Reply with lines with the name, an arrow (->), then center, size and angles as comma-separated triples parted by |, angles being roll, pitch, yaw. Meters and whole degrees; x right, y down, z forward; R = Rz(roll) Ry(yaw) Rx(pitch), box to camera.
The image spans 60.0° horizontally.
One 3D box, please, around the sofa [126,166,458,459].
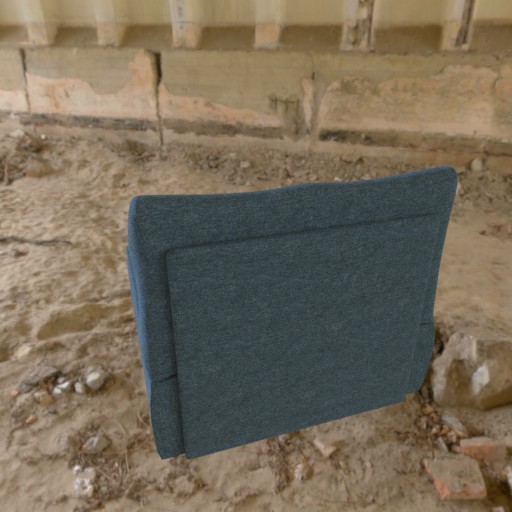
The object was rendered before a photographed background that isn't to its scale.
sofa -> 0.000, 0.000, 1.669 | 0.930, 0.820, 1.000 | -8, 27, -17
